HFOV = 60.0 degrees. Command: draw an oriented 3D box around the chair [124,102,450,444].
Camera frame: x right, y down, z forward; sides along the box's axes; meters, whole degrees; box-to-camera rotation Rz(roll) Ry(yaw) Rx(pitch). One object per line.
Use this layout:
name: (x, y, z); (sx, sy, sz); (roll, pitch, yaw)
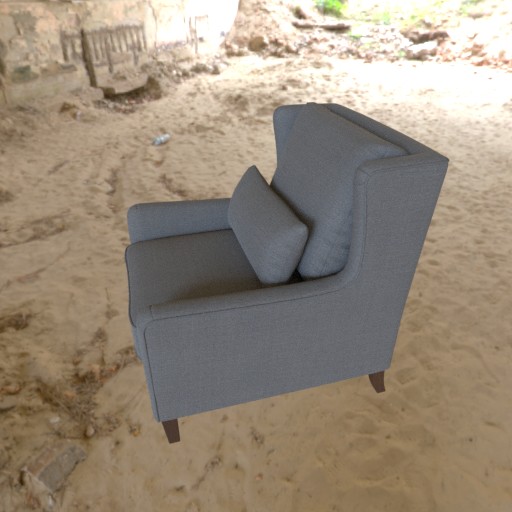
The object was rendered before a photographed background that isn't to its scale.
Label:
chair: (0.000, 0.000, 1.812); (1.040, 1.056, 0.866); (-8, 32, -14)
